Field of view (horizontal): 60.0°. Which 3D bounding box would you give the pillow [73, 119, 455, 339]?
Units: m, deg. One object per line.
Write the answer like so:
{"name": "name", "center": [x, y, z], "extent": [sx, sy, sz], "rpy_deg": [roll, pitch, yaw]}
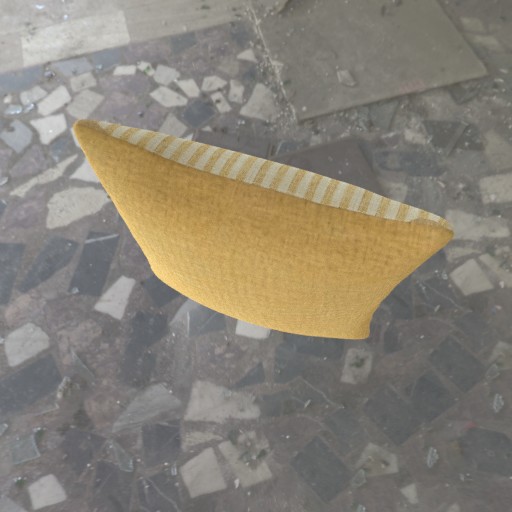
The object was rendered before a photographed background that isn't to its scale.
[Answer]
{"name": "pillow", "center": [0.000, 0.000, 0.633], "extent": [0.419, 0.407, 0.173], "rpy_deg": [17, 67, 8]}
